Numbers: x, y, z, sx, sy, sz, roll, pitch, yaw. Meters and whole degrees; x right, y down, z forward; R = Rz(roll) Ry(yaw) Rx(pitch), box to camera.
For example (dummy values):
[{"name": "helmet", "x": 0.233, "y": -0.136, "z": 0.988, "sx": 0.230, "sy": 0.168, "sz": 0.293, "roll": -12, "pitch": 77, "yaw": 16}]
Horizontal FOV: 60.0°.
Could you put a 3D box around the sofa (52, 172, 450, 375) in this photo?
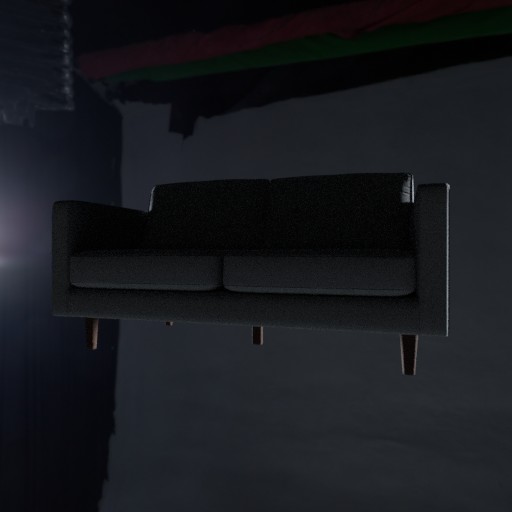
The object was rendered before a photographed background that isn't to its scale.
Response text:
[{"name": "sofa", "x": 0.000, "y": 0.000, "z": 2.252, "sx": 1.731, "sy": 0.900, "sz": 1.000, "roll": 0, "pitch": 0, "yaw": 18}]
